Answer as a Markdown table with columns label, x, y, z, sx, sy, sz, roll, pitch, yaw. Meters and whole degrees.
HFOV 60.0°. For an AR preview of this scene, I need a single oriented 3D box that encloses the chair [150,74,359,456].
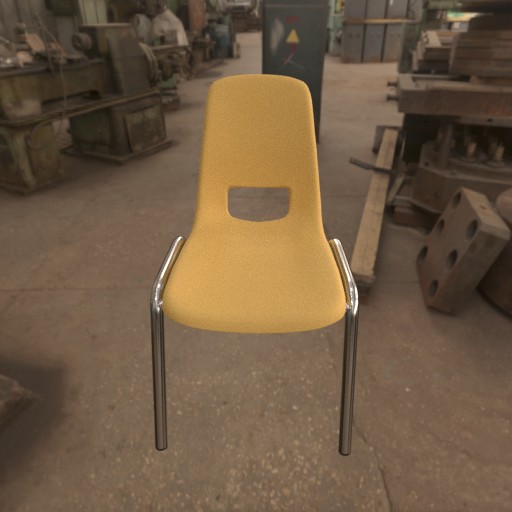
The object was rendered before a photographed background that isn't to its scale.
| label | x | y | z | sx | sy | sz | roll | pitch | yaw |
| --- | --- | --- | --- | --- | --- | --- | --- | --- | --- |
| chair | 0.000 | 0.000 | 0.833 | 0.354 | 0.586 | 0.423 | 1 | 30 | 2 |
